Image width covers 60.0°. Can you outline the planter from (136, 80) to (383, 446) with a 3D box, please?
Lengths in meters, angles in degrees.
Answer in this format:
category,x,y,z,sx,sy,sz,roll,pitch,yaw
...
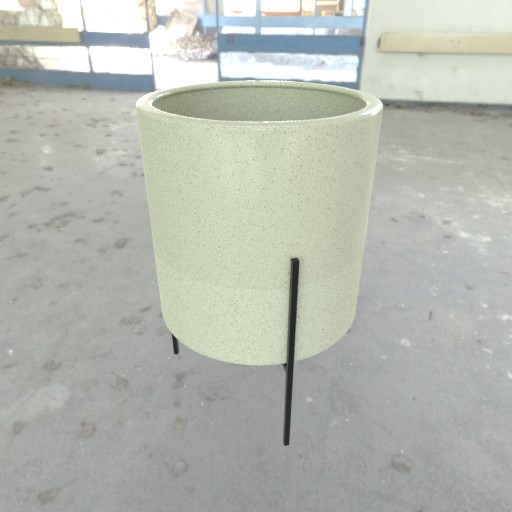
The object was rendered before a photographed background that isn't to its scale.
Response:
category,x,y,z,sx,sy,sz,roll,pitch,yaw
planter,0.000,0.000,0.694,0.323,0.475,0.314,8,30,14
